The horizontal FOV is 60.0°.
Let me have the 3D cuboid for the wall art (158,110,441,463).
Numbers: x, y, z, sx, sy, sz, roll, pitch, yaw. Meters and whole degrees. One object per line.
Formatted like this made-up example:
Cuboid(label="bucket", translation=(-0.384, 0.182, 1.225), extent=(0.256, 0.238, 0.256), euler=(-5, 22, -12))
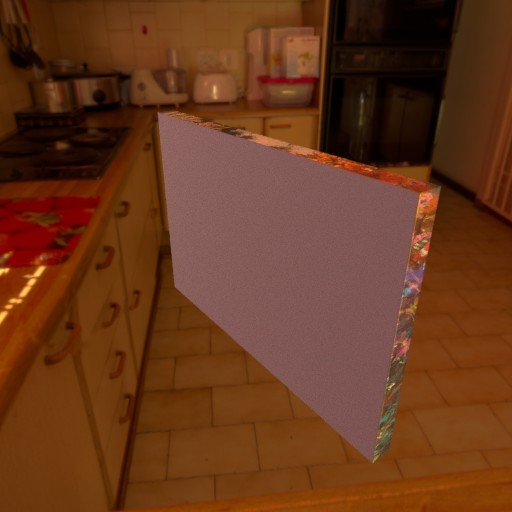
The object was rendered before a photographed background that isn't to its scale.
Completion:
Cuboid(label="wall art", translation=(0.000, 0.000, 0.771), extent=(0.037, 0.406, 0.610), euler=(-19, 33, -32))
